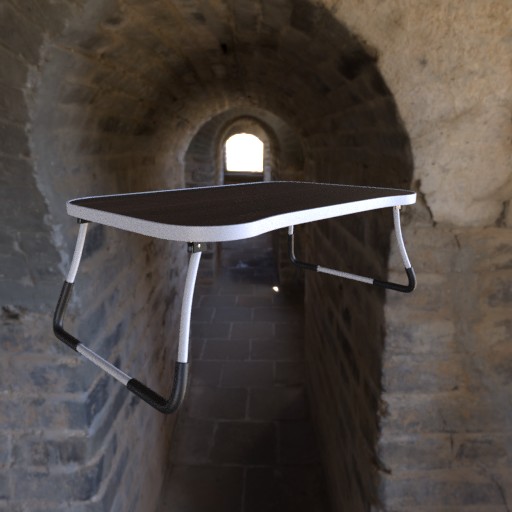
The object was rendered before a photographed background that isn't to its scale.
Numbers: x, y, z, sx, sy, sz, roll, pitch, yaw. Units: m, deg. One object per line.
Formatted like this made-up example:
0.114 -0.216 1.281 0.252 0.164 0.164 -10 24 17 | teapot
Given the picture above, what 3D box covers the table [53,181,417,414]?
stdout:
0.000 0.000 0.853 0.400 0.232 0.660 14 20 43 | table
